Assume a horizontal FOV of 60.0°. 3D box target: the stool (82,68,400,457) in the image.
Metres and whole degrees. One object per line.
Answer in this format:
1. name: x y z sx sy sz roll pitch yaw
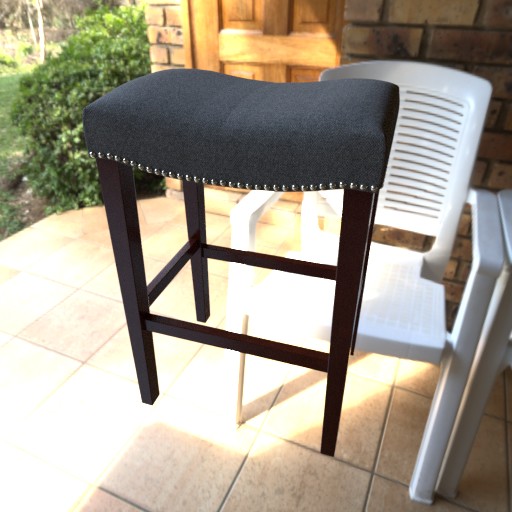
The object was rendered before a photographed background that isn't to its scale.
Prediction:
1. stool: 0.000 0.000 0.990 0.504 0.742 0.372 10 33 15
